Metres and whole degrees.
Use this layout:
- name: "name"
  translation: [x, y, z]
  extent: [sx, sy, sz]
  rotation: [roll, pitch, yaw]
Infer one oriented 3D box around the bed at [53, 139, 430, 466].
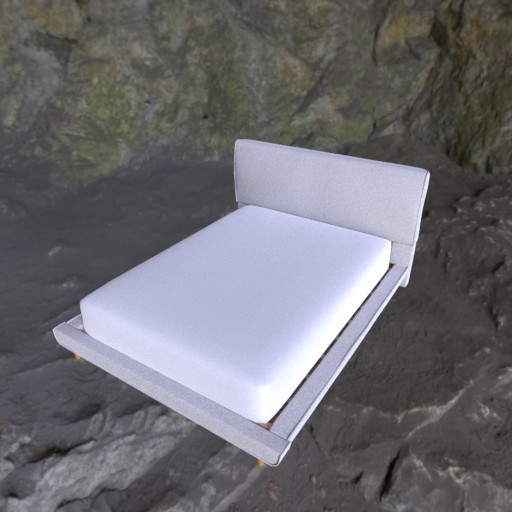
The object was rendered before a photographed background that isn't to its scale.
- name: "bed"
  translation: [0.000, 0.000, 3.351]
  extent: [1.840, 1.067, 2.368]
  rotation: [18, 33, 29]
